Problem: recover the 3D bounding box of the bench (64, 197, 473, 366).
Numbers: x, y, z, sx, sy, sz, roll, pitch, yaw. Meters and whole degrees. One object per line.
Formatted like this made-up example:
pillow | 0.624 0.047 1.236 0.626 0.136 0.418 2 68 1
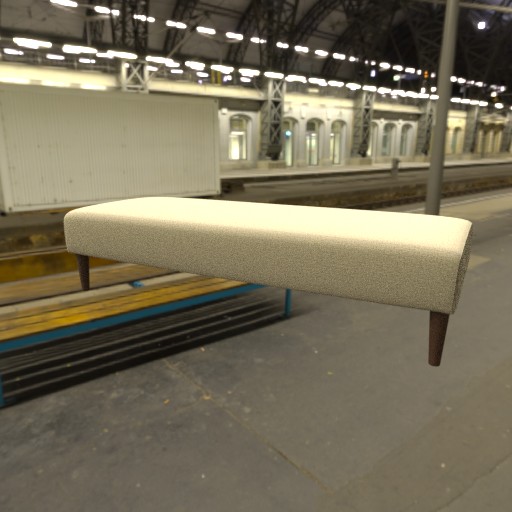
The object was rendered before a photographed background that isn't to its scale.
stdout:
bench | 0.000 0.000 1.875 1.609 0.393 0.646 7 16 27
